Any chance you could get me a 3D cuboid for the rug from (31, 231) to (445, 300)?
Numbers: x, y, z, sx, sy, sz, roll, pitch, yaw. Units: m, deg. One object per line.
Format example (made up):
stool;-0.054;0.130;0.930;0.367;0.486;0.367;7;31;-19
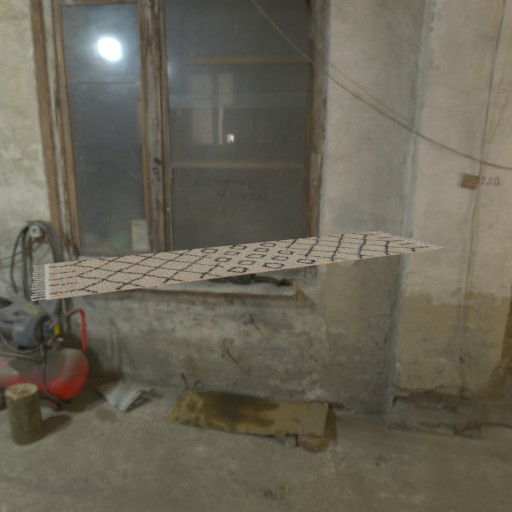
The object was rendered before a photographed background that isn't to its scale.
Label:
rug;0.000;0.000;2.712;2.464;0.005;0.660;-6;15;-24
